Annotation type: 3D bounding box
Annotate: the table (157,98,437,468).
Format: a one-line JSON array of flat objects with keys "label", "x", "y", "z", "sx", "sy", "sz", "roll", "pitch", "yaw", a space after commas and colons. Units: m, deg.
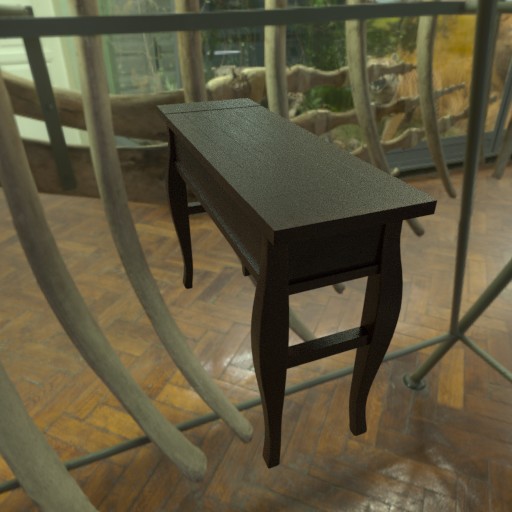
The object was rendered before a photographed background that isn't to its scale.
[{"label": "table", "x": 0.000, "y": 0.000, "z": 1.446, "sx": 0.373, "sy": 0.768, "sz": 1.062, "roll": -12, "pitch": 33, "yaw": -19}]
